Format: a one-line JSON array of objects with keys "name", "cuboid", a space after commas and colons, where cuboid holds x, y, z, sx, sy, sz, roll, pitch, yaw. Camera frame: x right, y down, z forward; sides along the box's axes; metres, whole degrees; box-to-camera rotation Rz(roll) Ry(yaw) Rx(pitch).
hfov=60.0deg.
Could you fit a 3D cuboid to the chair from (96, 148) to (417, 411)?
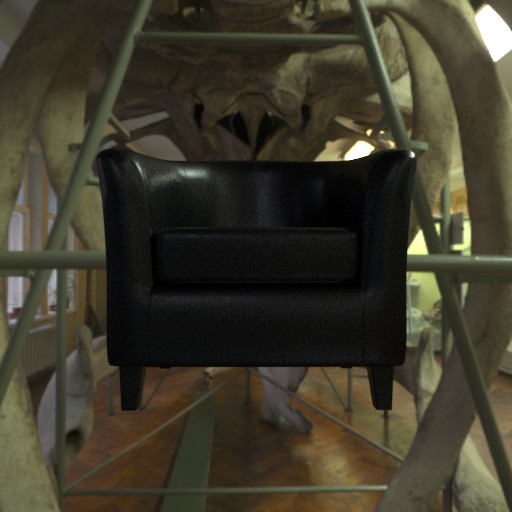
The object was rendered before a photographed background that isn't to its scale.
[{"name": "chair", "cuboid": [0.000, 0.000, 1.408, 0.793, 0.756, 0.727, 0, -1, 0]}]
